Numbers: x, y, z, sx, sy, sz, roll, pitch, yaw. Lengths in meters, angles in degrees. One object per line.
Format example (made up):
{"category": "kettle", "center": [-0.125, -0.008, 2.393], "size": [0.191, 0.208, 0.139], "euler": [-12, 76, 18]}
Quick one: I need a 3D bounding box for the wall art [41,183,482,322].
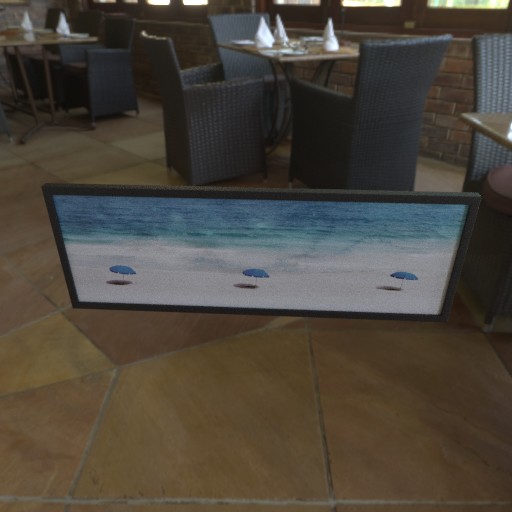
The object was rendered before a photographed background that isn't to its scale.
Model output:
{"category": "wall art", "center": [0.000, 0.000, 1.736], "size": [1.572, 0.554, 0.041], "euler": [2, 30, 3]}
